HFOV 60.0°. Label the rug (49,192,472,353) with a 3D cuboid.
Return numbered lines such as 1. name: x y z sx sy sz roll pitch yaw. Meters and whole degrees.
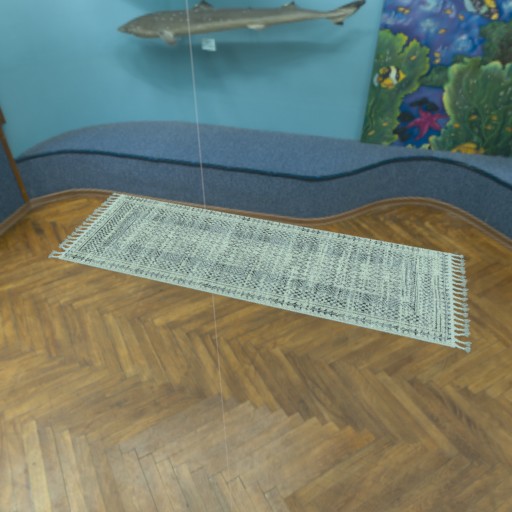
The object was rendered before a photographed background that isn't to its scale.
1. rug: 0.000 0.000 2.743 2.480 0.013 0.786 11 41 13
